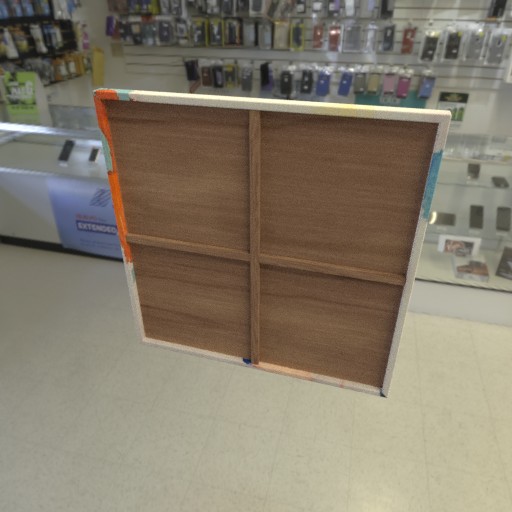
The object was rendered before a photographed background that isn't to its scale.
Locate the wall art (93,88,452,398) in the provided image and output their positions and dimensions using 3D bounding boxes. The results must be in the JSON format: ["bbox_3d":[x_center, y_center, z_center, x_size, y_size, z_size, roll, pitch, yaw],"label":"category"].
[{"bbox_3d":[0.000,0.000,1.197,0.814,0.814,0.037,9,33,14],"label":"wall art"}]
